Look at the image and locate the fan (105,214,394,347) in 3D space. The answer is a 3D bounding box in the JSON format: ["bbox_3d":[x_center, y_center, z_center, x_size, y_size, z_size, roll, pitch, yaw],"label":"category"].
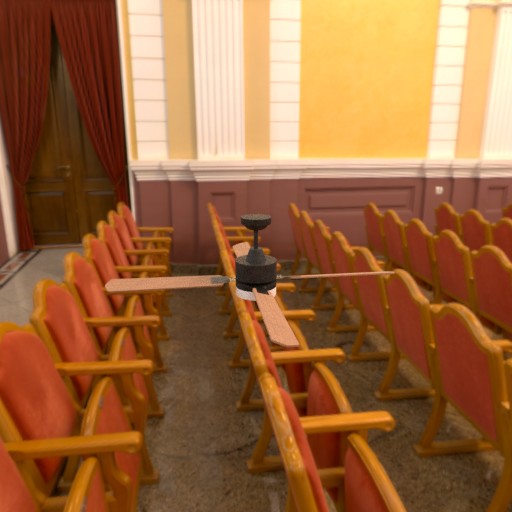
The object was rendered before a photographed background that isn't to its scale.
[{"bbox_3d":[0.000,0.000,1.982,1.320,0.355,1.320,-2,16,-8],"label":"fan"}]
